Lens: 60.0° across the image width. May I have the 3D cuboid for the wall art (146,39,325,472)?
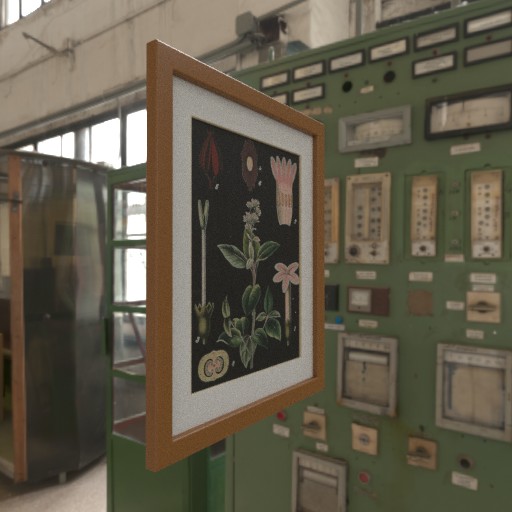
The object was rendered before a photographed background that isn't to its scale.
[{"bbox_3d":[0.000,0.000,0.746,0.021,0.550,0.449,0,0,37],"label":"wall art"}]
